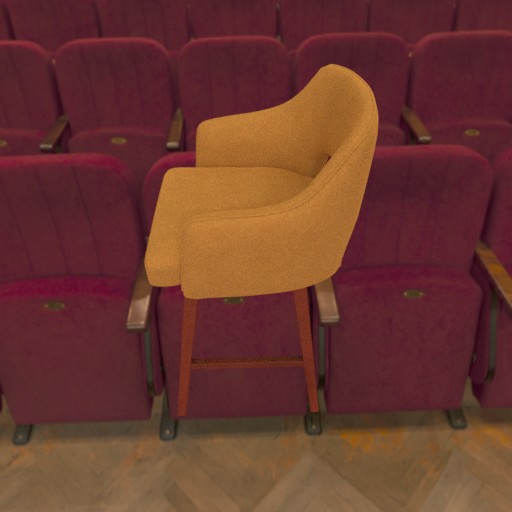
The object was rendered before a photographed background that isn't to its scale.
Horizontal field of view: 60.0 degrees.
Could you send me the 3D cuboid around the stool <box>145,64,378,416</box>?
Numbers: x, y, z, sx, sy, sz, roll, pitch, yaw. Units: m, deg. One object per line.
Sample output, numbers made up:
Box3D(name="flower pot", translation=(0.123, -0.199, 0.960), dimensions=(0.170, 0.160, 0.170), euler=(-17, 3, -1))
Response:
Box3D(name="stool", translation=(0.000, 0.000, 1.345), dimensions=(0.558, 1.012, 0.548), euler=(-1, 42, -1))
